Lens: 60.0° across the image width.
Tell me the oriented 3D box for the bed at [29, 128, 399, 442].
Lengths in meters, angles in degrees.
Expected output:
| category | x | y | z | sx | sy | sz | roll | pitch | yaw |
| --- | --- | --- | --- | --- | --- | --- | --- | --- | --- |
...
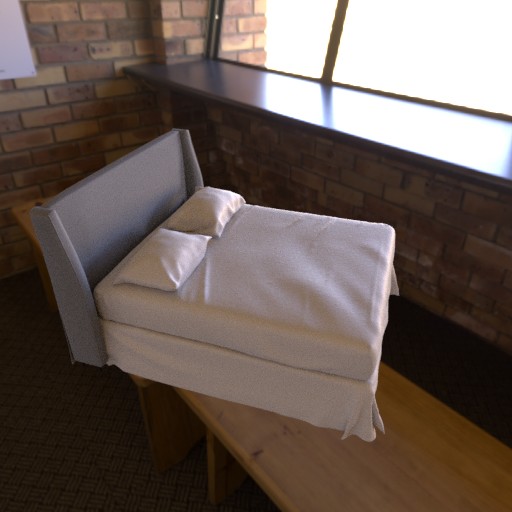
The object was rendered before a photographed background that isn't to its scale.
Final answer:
| category | x | y | z | sx | sy | sz | roll | pitch | yaw |
| --- | --- | --- | --- | --- | --- | --- | --- | --- | --- |
| bed | 0.000 | 0.000 | 3.454 | 2.276 | 1.332 | 1.925 | 10 | 33 | 16 |
